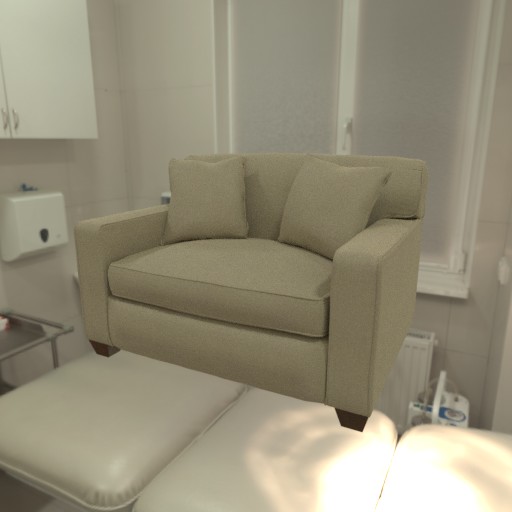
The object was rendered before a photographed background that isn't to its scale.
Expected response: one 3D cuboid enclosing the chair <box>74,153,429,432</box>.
[{"bbox_3d":[0.000,0.000,2.113,1.383,0.948,1.000,7,16,26],"label":"chair"}]
